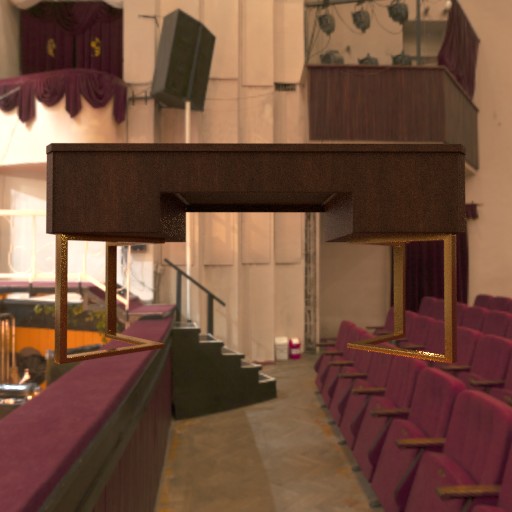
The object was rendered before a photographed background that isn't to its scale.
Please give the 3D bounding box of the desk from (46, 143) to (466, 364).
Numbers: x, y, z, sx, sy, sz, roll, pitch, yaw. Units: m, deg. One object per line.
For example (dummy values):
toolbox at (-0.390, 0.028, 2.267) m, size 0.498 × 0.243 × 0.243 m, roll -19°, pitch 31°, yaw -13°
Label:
desk at (0.000, 0.000, 1.858) m, size 1.479 × 0.762 × 0.684 m, roll 0°, pitch -1°, yaw 0°
